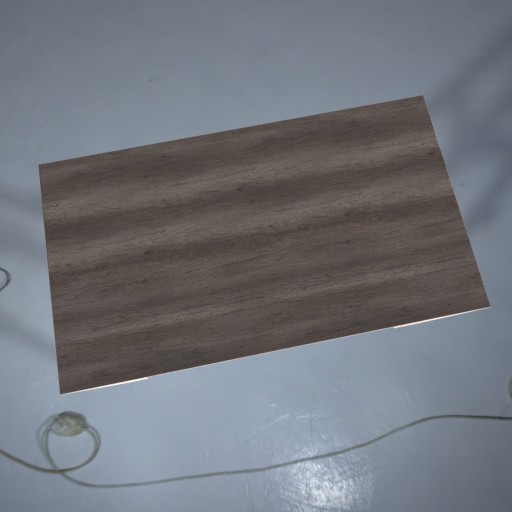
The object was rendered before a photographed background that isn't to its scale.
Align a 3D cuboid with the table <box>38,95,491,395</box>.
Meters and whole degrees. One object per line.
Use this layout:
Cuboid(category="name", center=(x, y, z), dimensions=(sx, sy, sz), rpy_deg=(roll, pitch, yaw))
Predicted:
Cuboid(category="table", center=(0.000, 0.000, 2.088), dimensions=(1.600, 0.775, 0.900), rpy_deg=(-11, 77, -3))
